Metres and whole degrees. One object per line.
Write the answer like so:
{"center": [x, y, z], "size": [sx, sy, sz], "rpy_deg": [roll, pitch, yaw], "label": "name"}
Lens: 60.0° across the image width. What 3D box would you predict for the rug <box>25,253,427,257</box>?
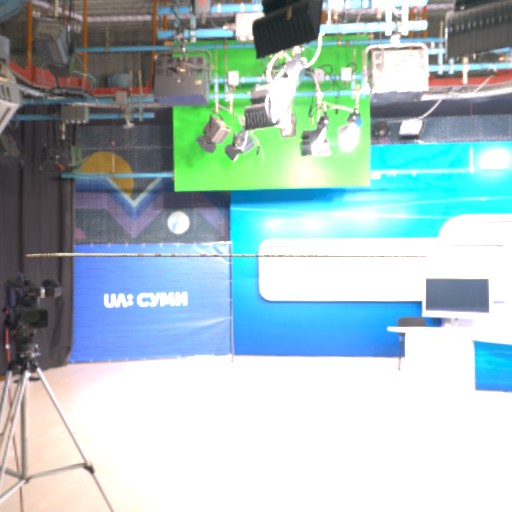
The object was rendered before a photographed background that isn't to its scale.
{"center": [0.000, 0.000, 2.725], "size": [2.435, 0.011, 0.750], "rpy_deg": [0, 0, -36], "label": "rug"}
